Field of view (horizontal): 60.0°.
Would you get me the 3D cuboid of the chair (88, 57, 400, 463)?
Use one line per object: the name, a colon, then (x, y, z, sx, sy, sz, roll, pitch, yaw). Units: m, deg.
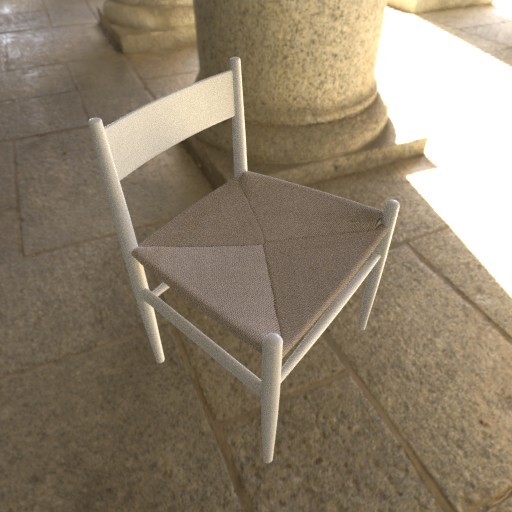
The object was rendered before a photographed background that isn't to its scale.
chair: (0.000, 0.000, 1.118, 0.495, 0.762, 0.556, 26, 48, 26)
